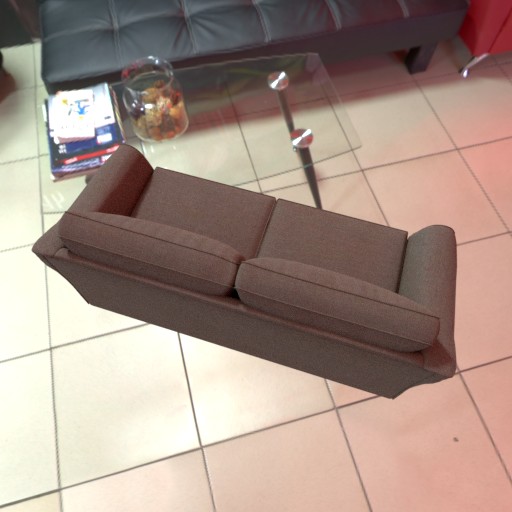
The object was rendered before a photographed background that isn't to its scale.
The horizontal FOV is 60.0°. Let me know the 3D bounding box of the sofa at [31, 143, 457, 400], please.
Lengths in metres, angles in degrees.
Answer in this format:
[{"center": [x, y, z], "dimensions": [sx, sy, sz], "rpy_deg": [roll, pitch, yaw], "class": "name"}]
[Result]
[{"center": [0.000, 0.000, 2.690], "dimensions": [2.270, 0.906, 0.986], "rpy_deg": [16, 63, 8], "class": "sofa"}]
